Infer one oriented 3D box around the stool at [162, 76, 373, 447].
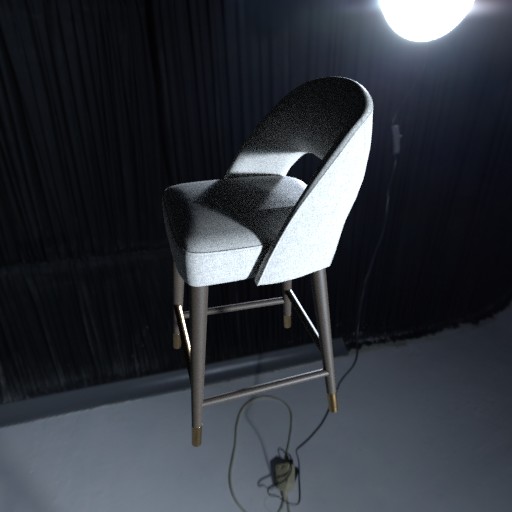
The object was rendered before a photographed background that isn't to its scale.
[{"bbox_3d":[0.000,0.000,1.281,0.509,0.940,0.494,-8,31,-14],"label":"stool"}]
